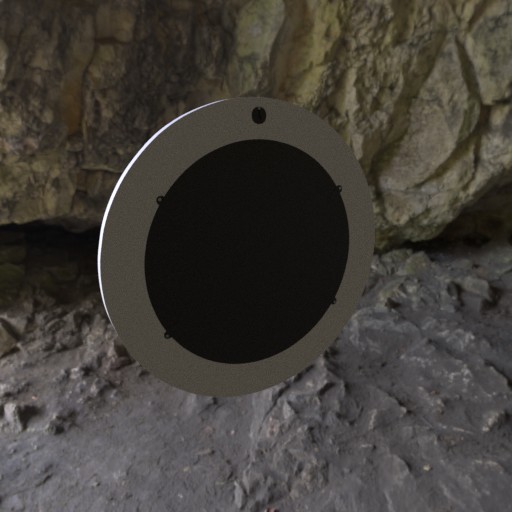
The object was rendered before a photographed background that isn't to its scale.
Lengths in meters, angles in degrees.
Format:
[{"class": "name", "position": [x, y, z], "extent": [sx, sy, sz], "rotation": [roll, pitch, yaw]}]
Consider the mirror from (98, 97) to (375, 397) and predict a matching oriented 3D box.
[{"class": "mirror", "position": [0.000, 0.000, 1.353], "extent": [0.914, 0.914, 0.038], "rotation": [-8, 17, -27]}]
